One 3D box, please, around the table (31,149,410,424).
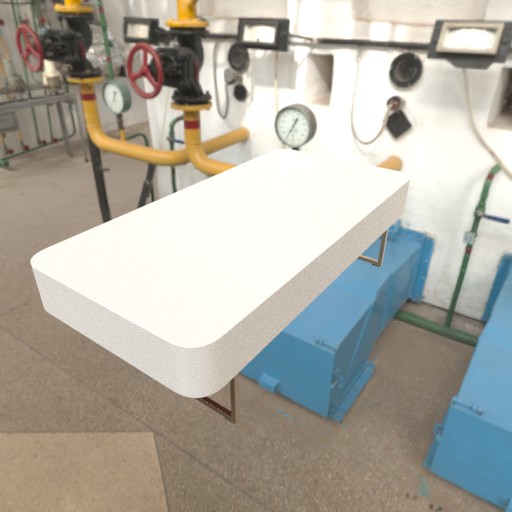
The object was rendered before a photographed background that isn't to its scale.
[{"bbox_3d":[0.000,0.000,1.468,0.600,0.340,1.200,20,36,30],"label":"table"}]
